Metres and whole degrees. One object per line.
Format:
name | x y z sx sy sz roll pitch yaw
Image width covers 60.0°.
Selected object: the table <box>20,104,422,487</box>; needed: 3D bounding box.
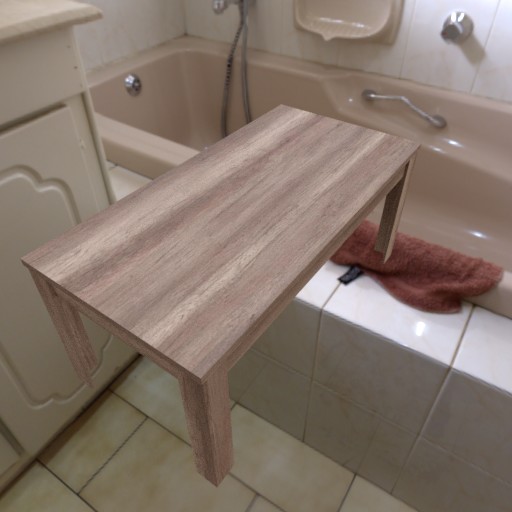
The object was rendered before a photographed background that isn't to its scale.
table | 0.000 0.000 2.286 0.900 0.790 1.800 25 47 26
